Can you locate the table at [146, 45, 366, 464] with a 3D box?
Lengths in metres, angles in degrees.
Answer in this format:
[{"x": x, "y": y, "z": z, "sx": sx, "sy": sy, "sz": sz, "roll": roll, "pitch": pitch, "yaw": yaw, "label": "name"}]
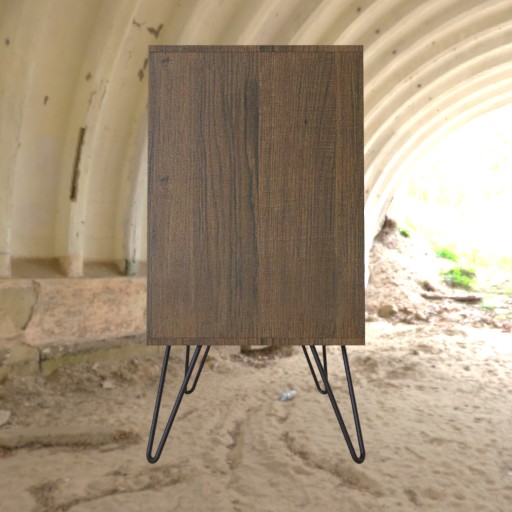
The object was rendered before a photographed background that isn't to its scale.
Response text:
[{"x": 0.000, "y": 0.000, "z": 1.172, "sx": 0.457, "sy": 0.866, "sz": 0.526, "roll": 0, "pitch": -2, "yaw": 0, "label": "table"}]
